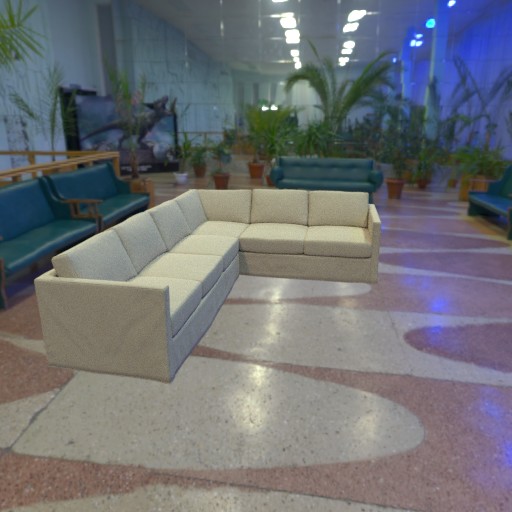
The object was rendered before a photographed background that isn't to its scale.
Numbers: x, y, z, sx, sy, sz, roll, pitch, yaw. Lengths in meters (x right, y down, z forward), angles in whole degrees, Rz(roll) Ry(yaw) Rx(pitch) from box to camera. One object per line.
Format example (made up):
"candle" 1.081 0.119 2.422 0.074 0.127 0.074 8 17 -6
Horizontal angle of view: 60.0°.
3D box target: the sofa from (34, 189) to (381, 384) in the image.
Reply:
"sofa" 0.000 0.000 4.283 2.432 0.871 3.182 3 18 10
